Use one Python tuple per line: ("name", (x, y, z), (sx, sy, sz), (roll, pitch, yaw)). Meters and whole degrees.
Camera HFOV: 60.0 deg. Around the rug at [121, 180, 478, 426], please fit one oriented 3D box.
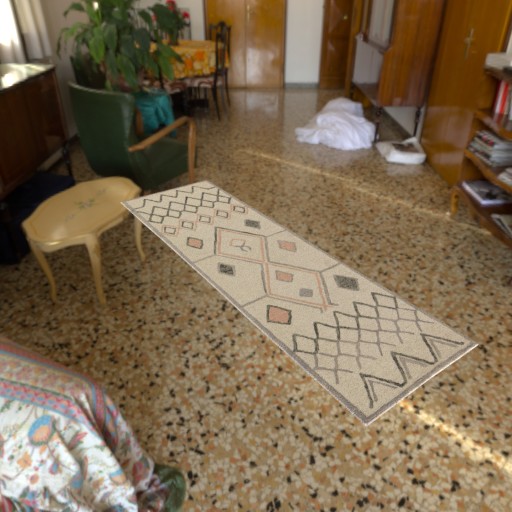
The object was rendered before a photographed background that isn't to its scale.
("rug", (0.000, 0.000, 2.676), (0.750, 0.011, 2.435), (-21, 37, -30))
